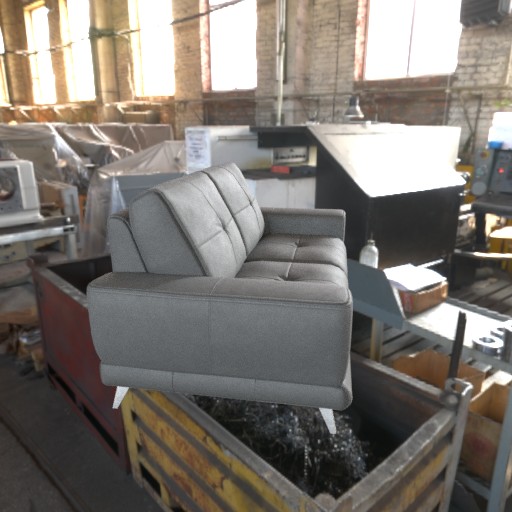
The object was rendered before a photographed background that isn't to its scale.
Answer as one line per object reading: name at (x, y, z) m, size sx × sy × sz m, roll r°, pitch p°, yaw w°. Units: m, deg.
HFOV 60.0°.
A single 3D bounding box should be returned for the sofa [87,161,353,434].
sofa at (0.000, 0.000, 2.429) m, size 1.018 × 0.907 × 1.806 m, roll 3°, pitch 17°, yaw 10°
